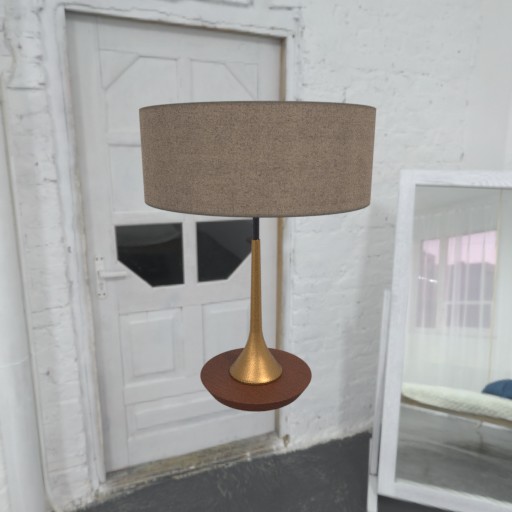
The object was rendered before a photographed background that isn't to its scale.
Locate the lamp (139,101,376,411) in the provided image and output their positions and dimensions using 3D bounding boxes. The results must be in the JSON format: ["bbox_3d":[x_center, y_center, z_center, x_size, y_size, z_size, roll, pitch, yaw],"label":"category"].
[{"bbox_3d":[0.000,0.000,0.850,0.417,0.551,0.396,14,20,43],"label":"lamp"}]
